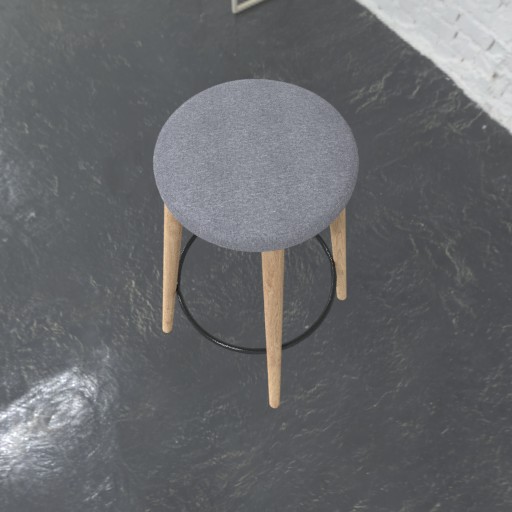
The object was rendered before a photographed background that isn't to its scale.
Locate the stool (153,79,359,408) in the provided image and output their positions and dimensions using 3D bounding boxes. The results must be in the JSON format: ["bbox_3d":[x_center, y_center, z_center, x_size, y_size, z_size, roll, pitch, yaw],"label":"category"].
[{"bbox_3d":[0.000,0.000,1.007,0.410,0.770,0.410,31,67,14],"label":"stool"}]
